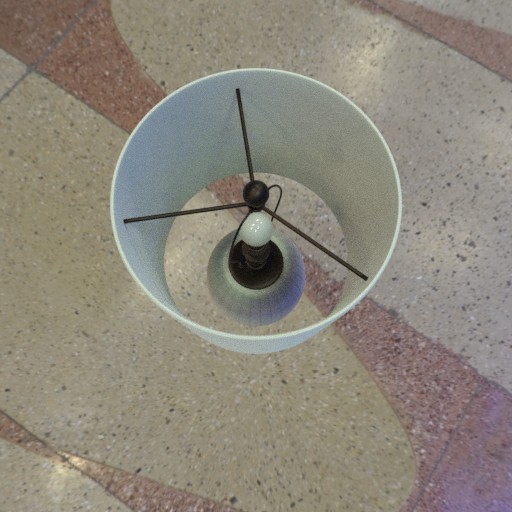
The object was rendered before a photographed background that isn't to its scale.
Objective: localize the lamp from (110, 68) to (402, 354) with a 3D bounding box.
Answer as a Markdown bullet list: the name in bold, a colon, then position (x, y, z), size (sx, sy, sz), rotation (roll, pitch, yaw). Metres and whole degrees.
- **lamp**: position (0.000, 0.000, 0.759), size (0.328, 0.570, 0.328), rotation (0, 75, 0)
